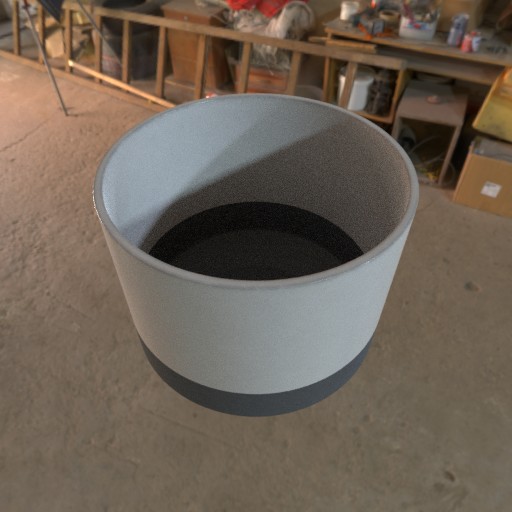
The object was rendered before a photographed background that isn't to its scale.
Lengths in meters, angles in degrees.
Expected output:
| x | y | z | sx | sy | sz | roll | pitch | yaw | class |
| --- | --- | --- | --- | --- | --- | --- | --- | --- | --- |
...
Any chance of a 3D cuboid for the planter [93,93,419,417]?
| x | y | z | sx | sy | sz | roll | pitch | yaw | class |
| --- | --- | --- | --- | --- | --- | --- | --- | --- | --- |
| 0.000 | 0.000 | 0.217 | 0.128 | 0.105 | 0.128 | 0 | 46 | 0 | planter |
